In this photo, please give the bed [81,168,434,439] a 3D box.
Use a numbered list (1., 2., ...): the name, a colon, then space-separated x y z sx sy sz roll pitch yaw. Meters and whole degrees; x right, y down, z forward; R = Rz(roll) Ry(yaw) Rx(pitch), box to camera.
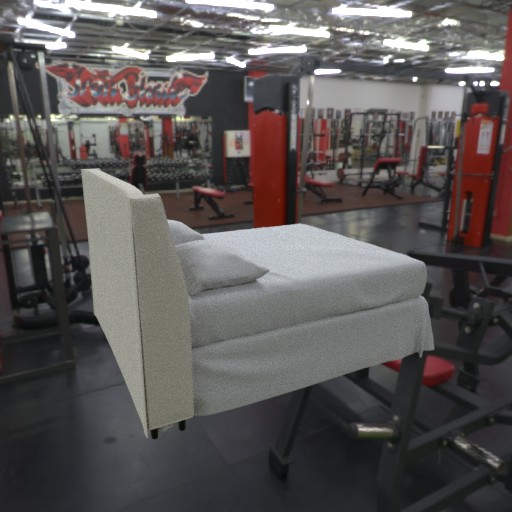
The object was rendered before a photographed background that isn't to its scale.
1. bed: 0.000 0.000 3.471 2.276 1.332 1.925 -8 17 -26
